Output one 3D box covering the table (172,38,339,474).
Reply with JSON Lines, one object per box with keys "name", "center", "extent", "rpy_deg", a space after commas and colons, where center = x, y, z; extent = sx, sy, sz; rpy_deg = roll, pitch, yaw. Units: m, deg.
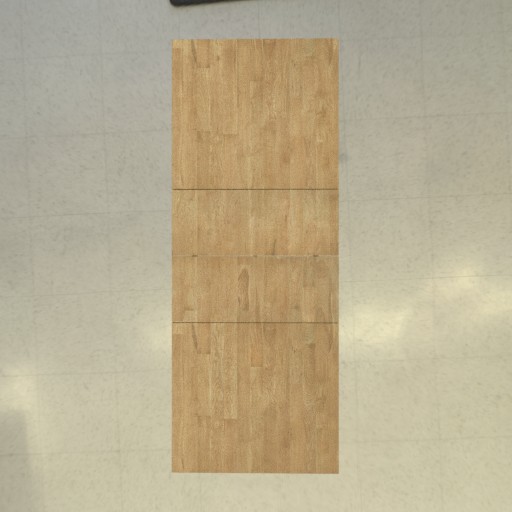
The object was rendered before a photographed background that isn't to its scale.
{"name": "table", "center": [0.000, 0.000, 3.031], "extent": [1.000, 0.752, 2.603], "rpy_deg": [0, 90, 1]}
